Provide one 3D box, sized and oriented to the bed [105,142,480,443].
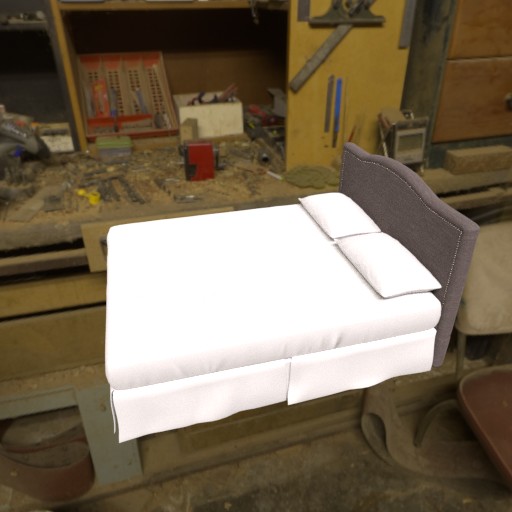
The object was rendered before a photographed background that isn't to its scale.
[{"bbox_3d":[0.000,0.000,3.938,2.689,1.457,2.161,-8,32,-13],"label":"bed"}]
